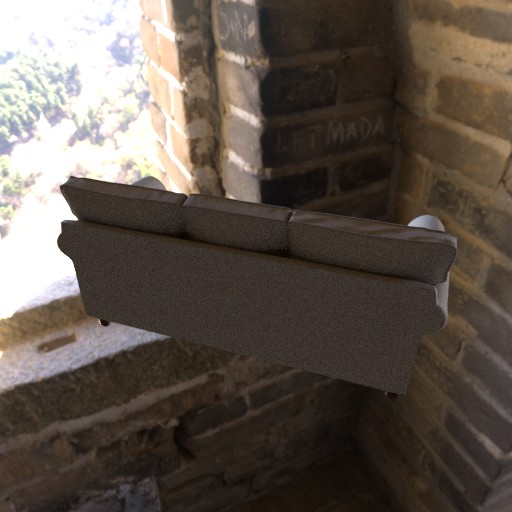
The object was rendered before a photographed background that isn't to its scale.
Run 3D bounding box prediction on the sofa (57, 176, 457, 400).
[{"bbox_3d":[0.000,0.000,2.634,2.084,0.961,0.916,10,33,16],"label":"sofa"}]
